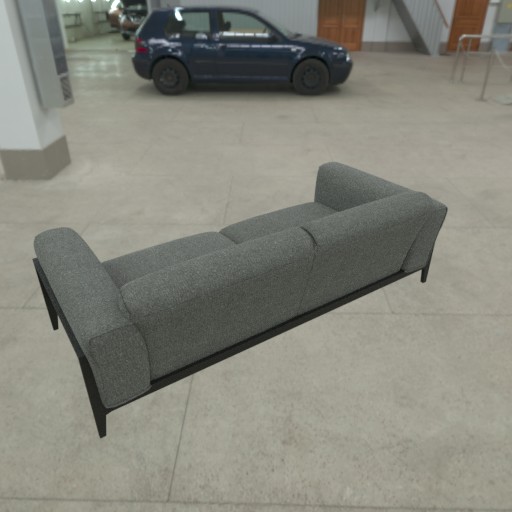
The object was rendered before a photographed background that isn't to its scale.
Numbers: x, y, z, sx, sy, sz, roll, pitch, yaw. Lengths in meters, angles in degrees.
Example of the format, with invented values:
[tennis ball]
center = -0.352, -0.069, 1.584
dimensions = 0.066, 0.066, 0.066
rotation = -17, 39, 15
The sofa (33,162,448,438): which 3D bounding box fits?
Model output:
[sofa]
center = 0.000, 0.000, 2.492
dimensions = 2.125, 0.703, 0.985
rotation = -19, 35, -29
